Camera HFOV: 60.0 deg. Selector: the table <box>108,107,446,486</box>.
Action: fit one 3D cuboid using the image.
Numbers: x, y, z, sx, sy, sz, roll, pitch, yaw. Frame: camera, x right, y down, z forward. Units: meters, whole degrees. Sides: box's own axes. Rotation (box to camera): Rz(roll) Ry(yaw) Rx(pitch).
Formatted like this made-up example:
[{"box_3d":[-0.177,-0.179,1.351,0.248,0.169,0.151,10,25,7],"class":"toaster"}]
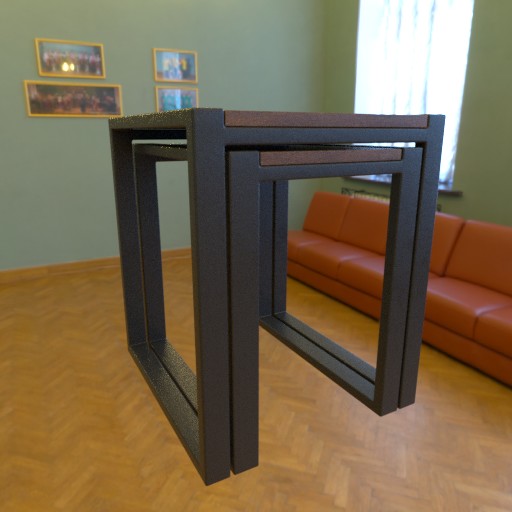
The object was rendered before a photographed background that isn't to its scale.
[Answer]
[{"box_3d":[0.000,0.000,0.915,0.449,0.550,0.500,-8,18,-28],"class":"table"}]
